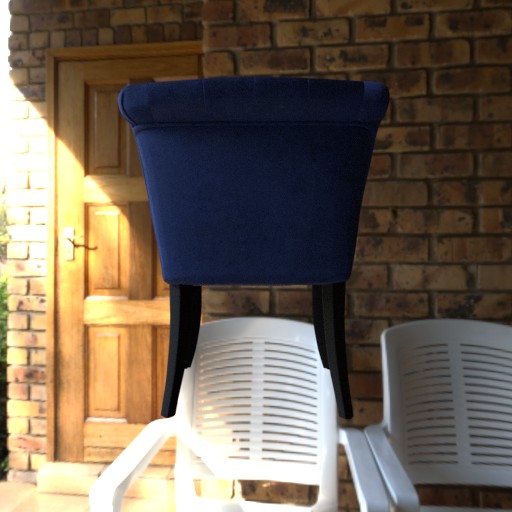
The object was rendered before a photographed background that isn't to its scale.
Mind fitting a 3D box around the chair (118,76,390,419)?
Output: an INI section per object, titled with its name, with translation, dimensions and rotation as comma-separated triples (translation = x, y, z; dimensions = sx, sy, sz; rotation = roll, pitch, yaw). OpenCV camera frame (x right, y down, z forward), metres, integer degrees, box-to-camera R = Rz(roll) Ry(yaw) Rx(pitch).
[chair]
translation = 0.000, 0.000, 1.194
dimensions = 0.585, 0.753, 0.606
rotation = 0, 0, 1
